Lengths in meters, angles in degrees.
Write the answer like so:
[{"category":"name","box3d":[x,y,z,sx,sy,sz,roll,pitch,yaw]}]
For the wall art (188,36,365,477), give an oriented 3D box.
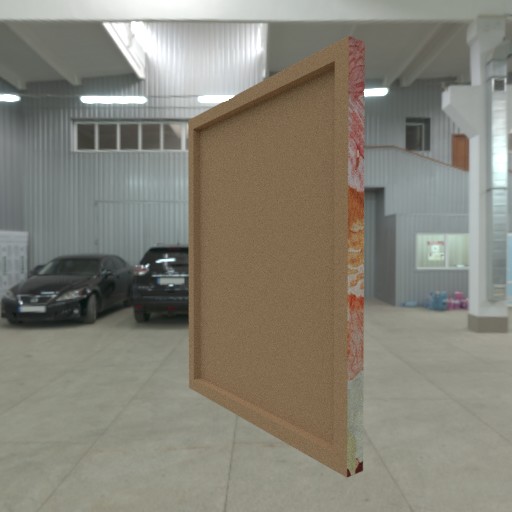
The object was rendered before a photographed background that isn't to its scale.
[{"category":"wall art","box3d":[0.000,0.000,0.682,0.028,0.508,0.406,-1,1,-35]}]
